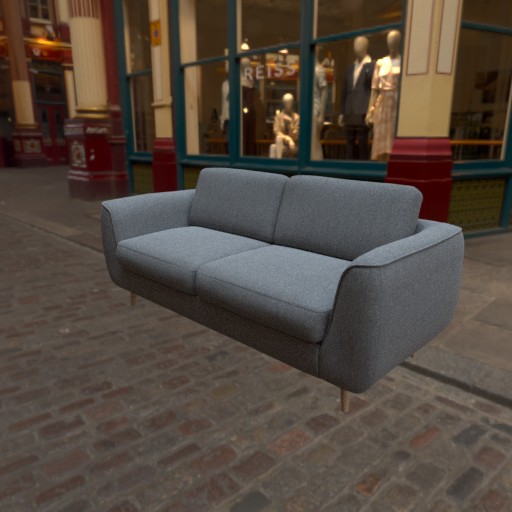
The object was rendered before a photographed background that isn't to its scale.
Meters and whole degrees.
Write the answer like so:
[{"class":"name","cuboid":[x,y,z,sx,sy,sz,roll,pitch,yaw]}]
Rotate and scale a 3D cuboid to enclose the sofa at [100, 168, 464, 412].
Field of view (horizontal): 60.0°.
[{"class":"sofa","cuboid":[0.000,0.000,2.464,2.000,0.870,0.920,15,22,42]}]
